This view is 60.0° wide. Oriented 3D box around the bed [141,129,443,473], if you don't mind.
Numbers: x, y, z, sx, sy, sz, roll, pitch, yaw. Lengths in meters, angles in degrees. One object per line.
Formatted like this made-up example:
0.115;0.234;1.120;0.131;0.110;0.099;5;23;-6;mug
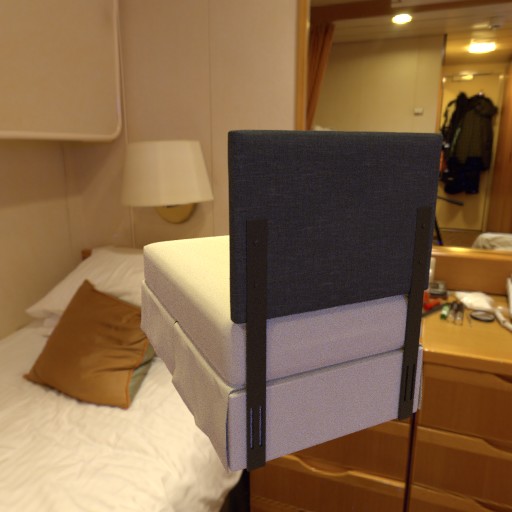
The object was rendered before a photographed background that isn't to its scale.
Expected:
0.000;0.000;3.001;1.261;1.571;1.997;-6;15;-25;bed
